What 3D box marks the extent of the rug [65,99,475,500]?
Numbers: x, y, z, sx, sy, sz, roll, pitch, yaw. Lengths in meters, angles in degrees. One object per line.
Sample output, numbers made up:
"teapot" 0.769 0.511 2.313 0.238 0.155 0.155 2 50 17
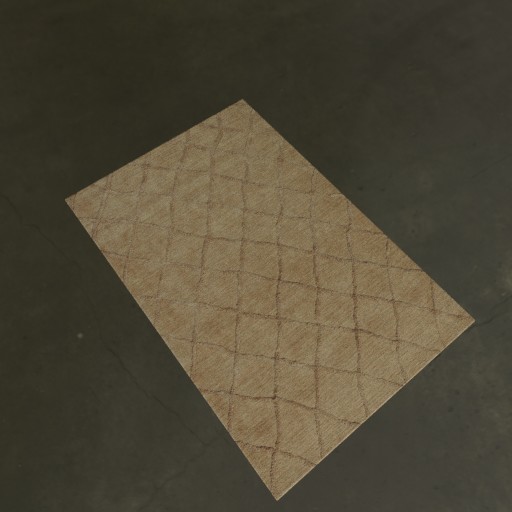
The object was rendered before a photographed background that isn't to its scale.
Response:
"rug" 0.000 0.000 2.840 1.528 0.014 2.292 -35 68 -16
